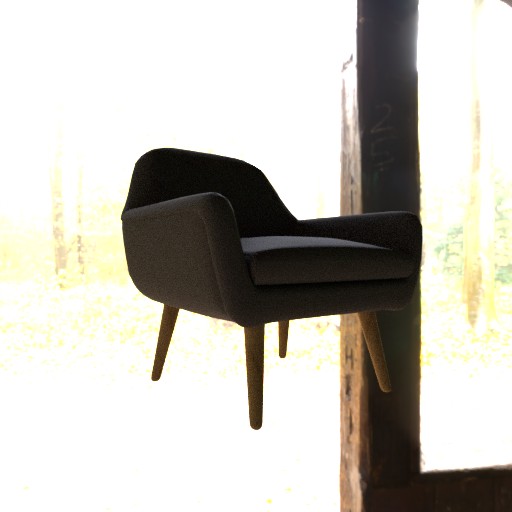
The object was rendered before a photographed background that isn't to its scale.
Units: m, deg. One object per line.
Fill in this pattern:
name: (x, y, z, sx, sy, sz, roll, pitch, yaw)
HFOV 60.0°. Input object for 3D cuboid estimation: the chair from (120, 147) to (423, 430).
chair: (0.000, 0.000, 1.425, 0.770, 0.800, 0.779, 0, 0, -37)
